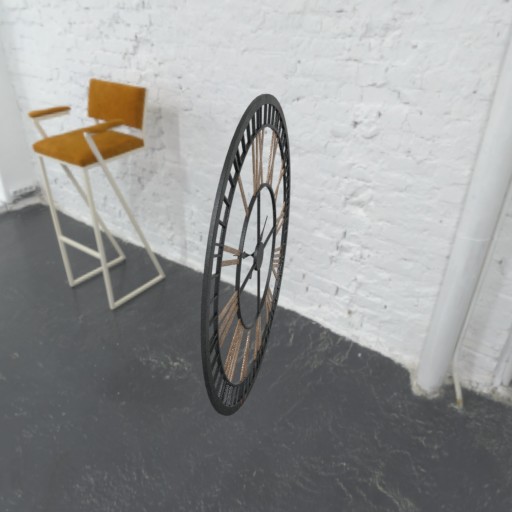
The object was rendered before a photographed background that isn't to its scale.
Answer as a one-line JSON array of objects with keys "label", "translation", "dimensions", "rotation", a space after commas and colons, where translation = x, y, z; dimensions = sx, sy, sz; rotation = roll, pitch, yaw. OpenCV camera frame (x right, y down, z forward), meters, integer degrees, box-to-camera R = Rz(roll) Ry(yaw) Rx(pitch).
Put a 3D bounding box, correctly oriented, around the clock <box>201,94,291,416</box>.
[{"label": "clock", "translation": [0.000, 0.000, 1.224], "dimensions": [0.025, 0.843, 0.843], "rotation": [8, 31, 13]}]
